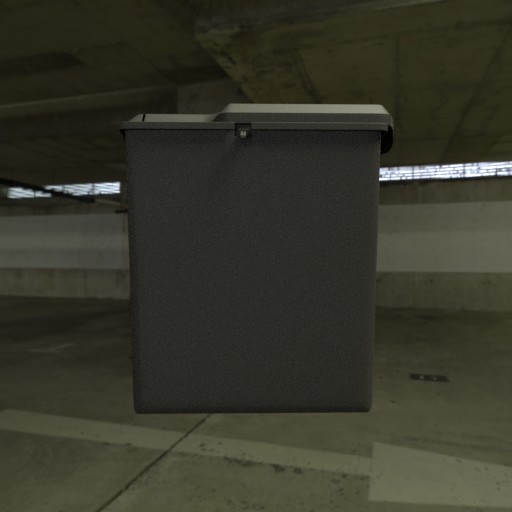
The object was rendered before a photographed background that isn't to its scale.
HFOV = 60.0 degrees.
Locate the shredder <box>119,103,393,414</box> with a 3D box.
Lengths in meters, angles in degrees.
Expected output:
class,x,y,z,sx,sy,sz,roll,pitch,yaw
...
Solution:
class,x,y,z,sx,sy,sz,roll,pitch,yaw
shredder,0.000,0.000,0.521,0.320,0.335,0.170,0,0,-1
